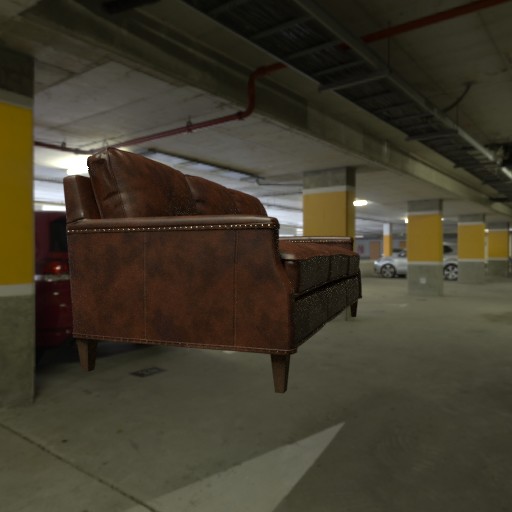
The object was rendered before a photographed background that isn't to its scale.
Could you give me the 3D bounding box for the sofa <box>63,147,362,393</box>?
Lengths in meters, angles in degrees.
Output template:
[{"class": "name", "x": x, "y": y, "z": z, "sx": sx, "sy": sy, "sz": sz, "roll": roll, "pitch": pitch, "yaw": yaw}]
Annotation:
[{"class": "sofa", "x": 0.000, "y": 0.000, "z": 2.803, "sx": 1.084, "sy": 1.003, "sz": 2.240, "roll": 0, "pitch": 0, "yaw": 20}]
